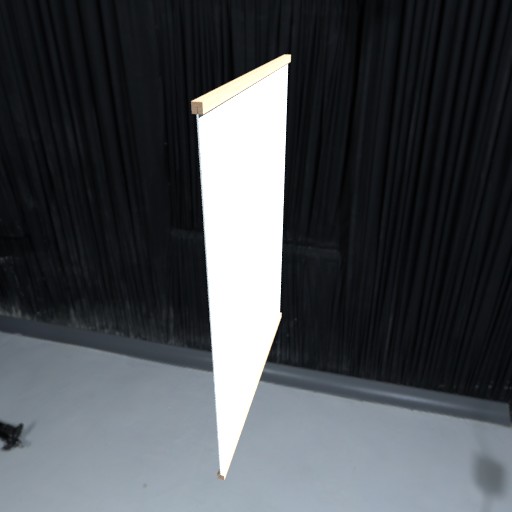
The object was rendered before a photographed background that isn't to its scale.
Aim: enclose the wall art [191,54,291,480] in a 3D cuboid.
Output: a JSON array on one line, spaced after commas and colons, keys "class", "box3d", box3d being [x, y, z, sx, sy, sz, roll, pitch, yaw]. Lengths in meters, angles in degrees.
[{"class": "wall art", "box3d": [0.000, 0.000, 0.783, 0.012, 0.608, 0.459, 8, 31, 13]}]
